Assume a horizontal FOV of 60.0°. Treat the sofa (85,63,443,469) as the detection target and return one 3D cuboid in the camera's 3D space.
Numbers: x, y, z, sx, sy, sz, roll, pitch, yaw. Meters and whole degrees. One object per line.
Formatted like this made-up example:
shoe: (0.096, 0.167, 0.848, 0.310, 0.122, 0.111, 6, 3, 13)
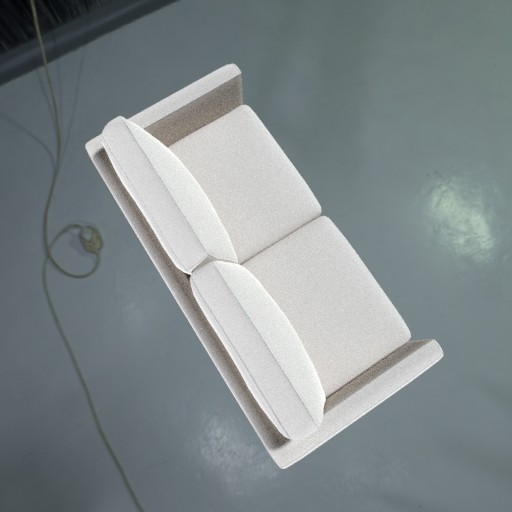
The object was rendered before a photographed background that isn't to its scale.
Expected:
sofa: (0.000, 0.000, 2.225, 0.873, 0.888, 1.722, -32, 79, -7)
